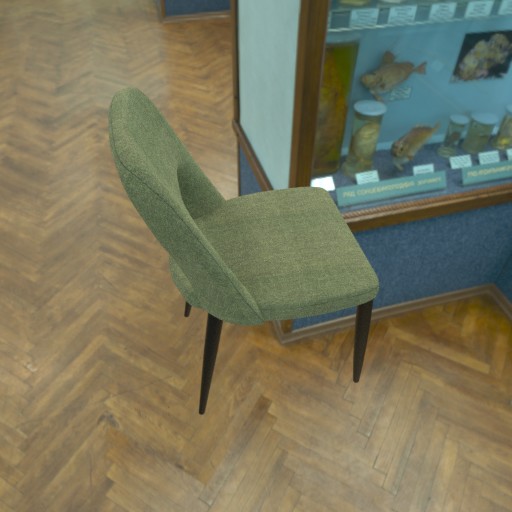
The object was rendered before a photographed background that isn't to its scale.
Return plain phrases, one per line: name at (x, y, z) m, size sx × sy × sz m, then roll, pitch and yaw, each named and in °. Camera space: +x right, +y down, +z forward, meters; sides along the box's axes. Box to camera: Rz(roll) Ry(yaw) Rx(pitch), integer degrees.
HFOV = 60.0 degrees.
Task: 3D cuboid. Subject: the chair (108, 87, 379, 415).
chair at (0.000, 0.000, 1.257) m, size 0.612 × 0.931 × 0.470 m, roll -9°, pitch 46°, yaw -9°
